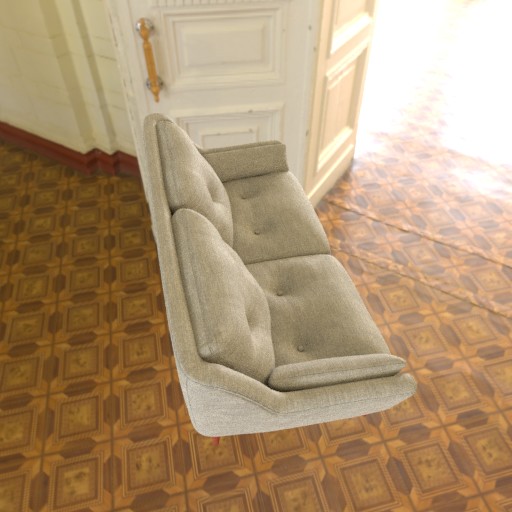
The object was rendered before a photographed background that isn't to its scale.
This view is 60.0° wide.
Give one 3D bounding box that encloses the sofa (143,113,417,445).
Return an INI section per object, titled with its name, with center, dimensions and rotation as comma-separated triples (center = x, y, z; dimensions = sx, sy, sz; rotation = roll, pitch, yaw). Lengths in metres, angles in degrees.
[sofa]
center = 0.000, 0.000, 2.394
dimensions = 0.976, 0.897, 1.930
rotation = -10, 46, -10
